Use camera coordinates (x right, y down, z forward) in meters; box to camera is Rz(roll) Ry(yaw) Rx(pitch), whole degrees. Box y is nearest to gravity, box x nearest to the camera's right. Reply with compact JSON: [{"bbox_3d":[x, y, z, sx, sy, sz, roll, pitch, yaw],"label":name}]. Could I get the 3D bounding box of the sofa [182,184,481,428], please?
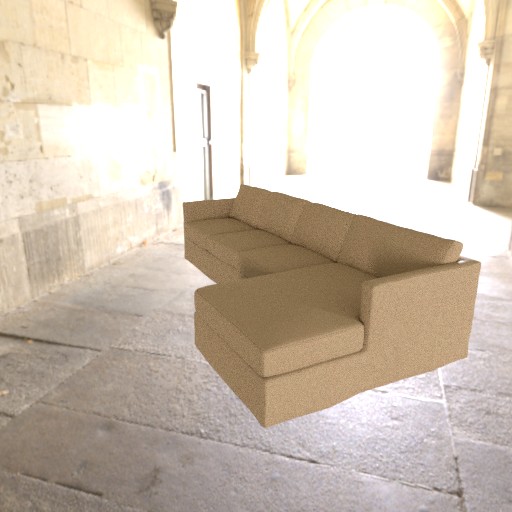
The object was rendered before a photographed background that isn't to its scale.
[{"bbox_3d":[0.000,0.000,3.870,1.622,0.871,3.206,-9,18,-27],"label":"sofa"}]
